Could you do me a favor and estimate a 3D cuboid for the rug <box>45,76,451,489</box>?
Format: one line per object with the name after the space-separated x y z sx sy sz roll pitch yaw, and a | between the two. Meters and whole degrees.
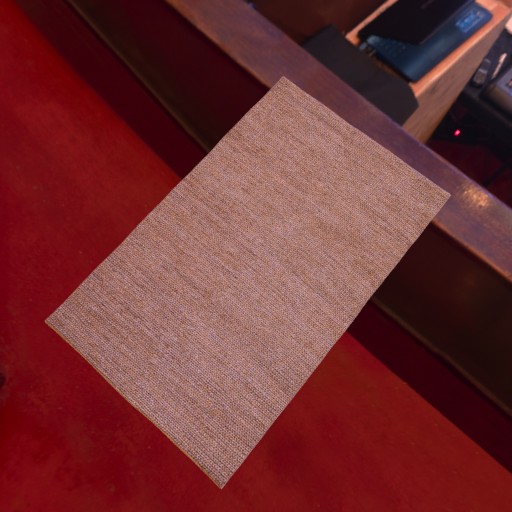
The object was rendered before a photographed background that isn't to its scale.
0.000 0.000 2.981 1.521 0.034 2.438 39 78 10 | rug
